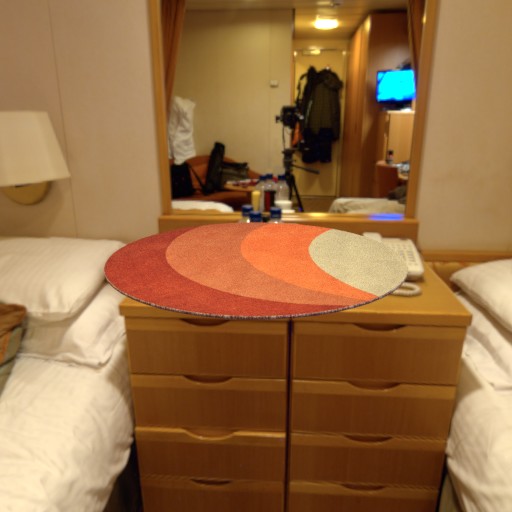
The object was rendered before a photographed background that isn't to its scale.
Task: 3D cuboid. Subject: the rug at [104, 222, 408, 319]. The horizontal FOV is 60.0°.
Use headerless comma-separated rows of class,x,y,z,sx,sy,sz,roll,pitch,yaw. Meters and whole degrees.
rug,0.000,0.000,2.320,1.514,0.015,1.514,0,17,0
